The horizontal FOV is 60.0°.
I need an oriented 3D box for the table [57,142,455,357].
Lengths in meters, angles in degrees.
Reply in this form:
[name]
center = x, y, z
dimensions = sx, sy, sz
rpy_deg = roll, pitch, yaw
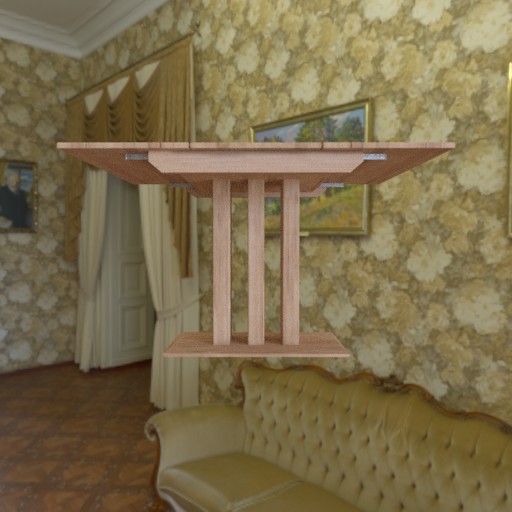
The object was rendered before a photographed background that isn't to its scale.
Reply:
[table]
center = 0.000, 0.000, 1.905
dimensions = 1.300, 0.770, 0.900
rpy_deg = 0, 2, 0
